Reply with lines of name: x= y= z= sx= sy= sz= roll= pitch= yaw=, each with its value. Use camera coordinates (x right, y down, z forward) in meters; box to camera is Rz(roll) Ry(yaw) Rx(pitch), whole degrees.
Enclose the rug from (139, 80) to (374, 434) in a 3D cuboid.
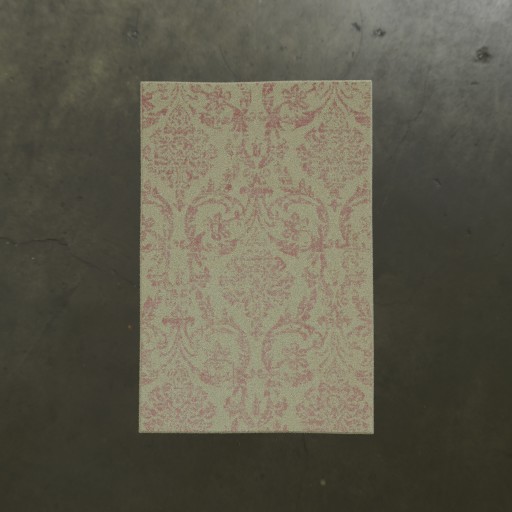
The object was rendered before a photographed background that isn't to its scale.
rug: x=0.000 y=0.000 z=2.314 sx=1.219 sy=0.012 sz=1.839 roll=0 pitch=89 yaw=1
